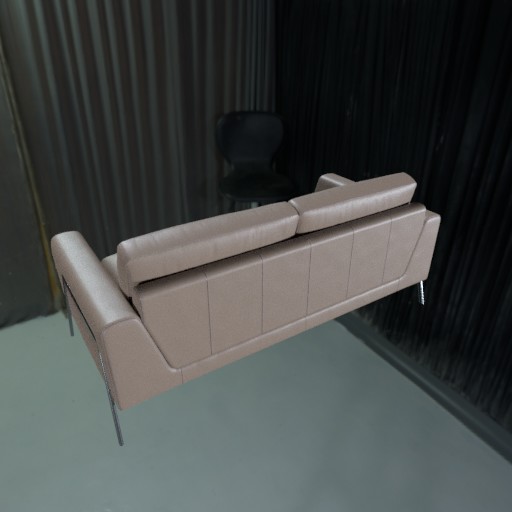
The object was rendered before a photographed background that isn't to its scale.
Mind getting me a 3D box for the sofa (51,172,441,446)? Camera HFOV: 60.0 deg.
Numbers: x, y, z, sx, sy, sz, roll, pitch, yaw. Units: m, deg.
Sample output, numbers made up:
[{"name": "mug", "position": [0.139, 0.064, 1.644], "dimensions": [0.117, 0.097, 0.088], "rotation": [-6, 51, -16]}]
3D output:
[{"name": "sofa", "position": [0.000, 0.000, 2.553], "dimensions": [2.017, 0.875, 0.953], "rotation": [-17, 33, -29]}]
